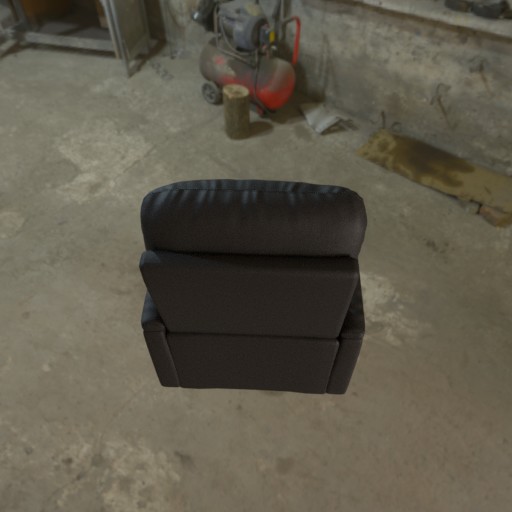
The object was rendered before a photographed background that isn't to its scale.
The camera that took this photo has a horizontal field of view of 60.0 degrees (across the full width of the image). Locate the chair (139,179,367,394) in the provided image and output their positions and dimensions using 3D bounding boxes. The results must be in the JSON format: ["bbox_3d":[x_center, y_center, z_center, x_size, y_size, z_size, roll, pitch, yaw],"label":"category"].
[{"bbox_3d":[0.000,0.000,1.649,0.775,1.082,0.831,2,48,2],"label":"chair"}]
